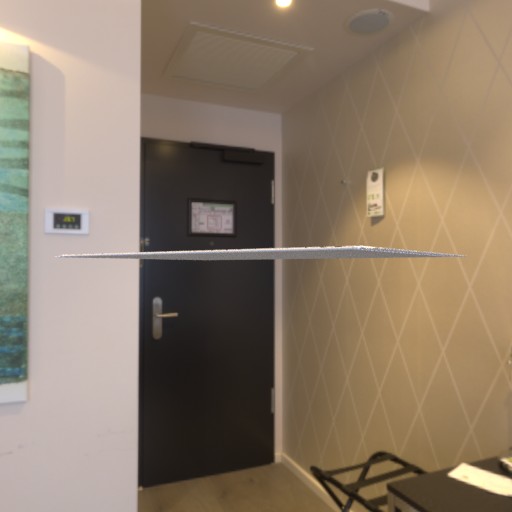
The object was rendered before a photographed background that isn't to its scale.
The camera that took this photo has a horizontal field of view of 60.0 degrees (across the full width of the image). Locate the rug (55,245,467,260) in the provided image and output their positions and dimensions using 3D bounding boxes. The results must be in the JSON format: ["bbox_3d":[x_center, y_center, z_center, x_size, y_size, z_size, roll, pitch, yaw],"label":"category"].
[{"bbox_3d":[0.000,0.000,2.359,1.847,0.014,1.230,-1,-2,37],"label":"rug"}]
